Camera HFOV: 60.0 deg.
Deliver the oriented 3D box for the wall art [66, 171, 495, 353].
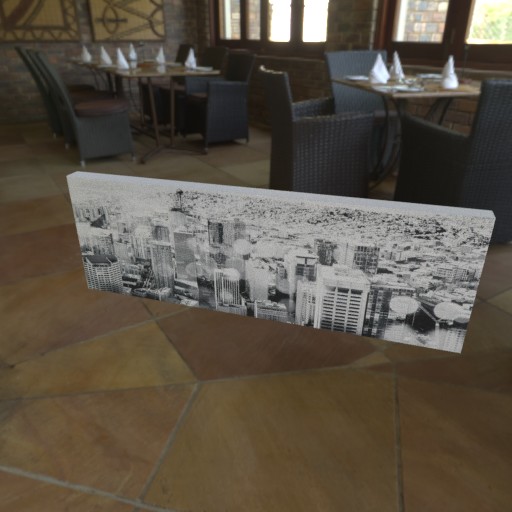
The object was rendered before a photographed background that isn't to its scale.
[{"bbox_3d":[0.000,0.000,0.837,0.763,0.255,0.038,8,28,15],"label":"wall art"}]
